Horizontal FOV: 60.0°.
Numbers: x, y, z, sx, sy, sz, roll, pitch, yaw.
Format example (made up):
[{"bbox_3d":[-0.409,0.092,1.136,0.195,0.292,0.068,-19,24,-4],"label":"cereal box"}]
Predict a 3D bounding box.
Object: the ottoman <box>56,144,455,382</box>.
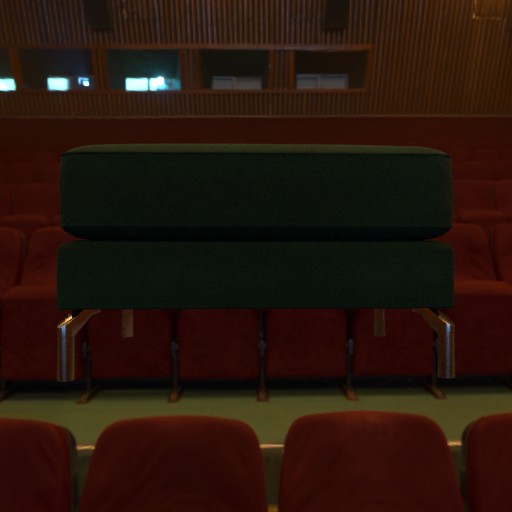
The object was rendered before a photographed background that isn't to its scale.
[{"bbox_3d":[0.000,0.000,1.215,0.886,0.533,0.536,0,1,-1],"label":"ottoman"}]
